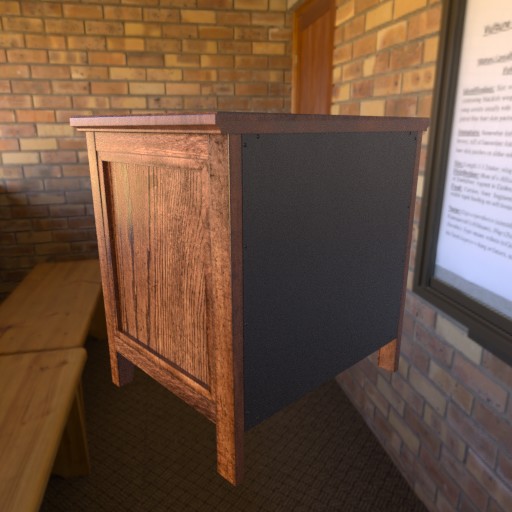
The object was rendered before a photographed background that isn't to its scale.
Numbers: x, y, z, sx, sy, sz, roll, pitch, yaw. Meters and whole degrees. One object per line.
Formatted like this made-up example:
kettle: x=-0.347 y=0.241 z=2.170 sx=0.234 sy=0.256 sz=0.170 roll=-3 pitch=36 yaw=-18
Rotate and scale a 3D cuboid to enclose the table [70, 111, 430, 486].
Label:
table: x=0.000 y=0.000 z=0.992 sx=0.586 sy=0.597 sz=0.461 roll=-15 pitch=22 yaw=-42
